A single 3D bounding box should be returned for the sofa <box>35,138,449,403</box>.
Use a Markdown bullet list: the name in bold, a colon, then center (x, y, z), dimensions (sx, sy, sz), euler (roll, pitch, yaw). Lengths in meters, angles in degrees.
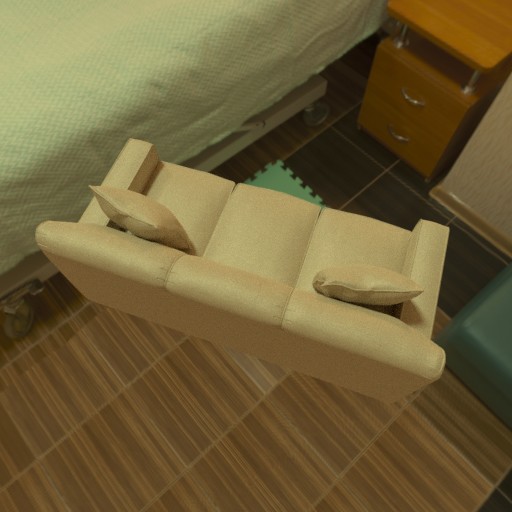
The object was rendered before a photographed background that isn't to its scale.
- **sofa**: center (0.000, 0.000, 2.603), dimensions (2.024, 0.958, 0.997), euler (17, 65, 8)
